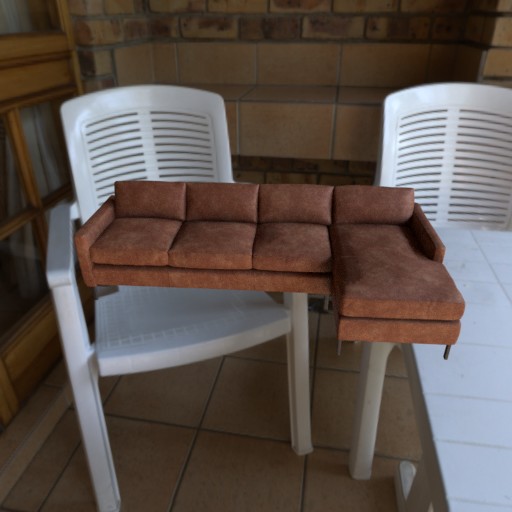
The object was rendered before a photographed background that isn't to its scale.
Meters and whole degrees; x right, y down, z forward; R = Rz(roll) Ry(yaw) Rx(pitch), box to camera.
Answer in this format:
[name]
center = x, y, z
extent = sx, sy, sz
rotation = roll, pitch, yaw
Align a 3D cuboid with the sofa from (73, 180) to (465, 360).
[sofa]
center = 0.000, 0.000, 3.735
extent = 2.993, 0.859, 1.471
rotation = 2, 29, 4
